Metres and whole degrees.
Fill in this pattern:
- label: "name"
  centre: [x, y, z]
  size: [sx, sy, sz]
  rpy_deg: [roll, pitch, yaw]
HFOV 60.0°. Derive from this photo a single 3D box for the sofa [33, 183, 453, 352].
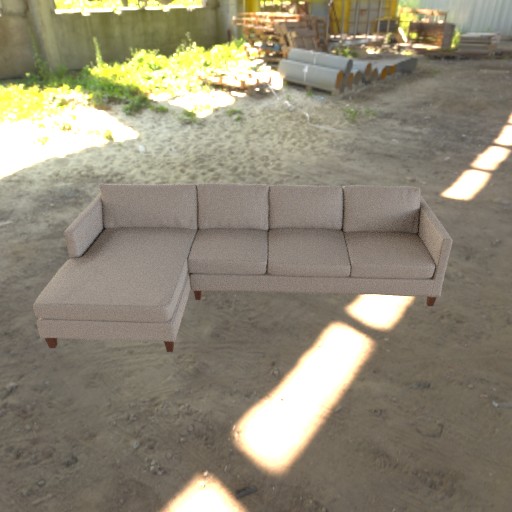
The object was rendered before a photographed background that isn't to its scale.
- label: "sofa"
  centre: [0.000, 0.000, 3.813]
  size: [3.186, 0.846, 1.625]
  rpy_deg: [1, 30, 2]
